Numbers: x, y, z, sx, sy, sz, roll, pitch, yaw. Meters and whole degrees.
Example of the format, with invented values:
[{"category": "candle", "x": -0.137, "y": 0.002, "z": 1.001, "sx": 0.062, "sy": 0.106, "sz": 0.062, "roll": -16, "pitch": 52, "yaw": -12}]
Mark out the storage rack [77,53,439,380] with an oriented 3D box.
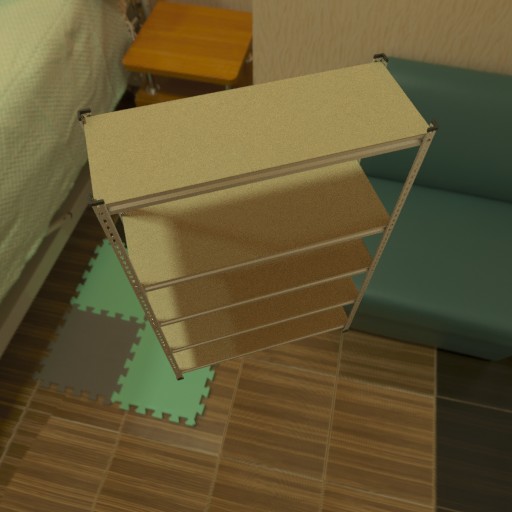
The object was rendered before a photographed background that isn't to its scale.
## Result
[{"category": "storage rack", "x": 0.000, "y": 0.000, "z": 2.353, "sx": 1.219, "sy": 1.829, "sz": 0.457, "roll": -14, "pitch": 59, "yaw": -9}]
